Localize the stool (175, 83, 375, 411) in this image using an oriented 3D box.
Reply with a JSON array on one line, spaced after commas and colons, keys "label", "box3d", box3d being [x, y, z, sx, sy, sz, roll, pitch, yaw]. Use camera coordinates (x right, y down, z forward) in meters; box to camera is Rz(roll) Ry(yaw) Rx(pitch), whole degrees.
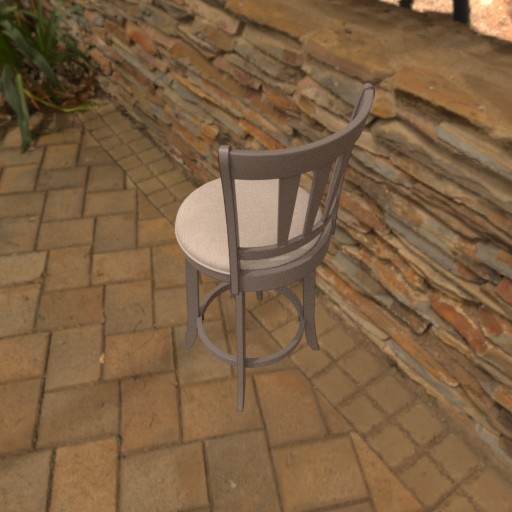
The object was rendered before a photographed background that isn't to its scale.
[{"label": "stool", "box3d": [0.000, 0.000, 1.323, 0.436, 1.023, 0.475, -31, 52, -28]}]
